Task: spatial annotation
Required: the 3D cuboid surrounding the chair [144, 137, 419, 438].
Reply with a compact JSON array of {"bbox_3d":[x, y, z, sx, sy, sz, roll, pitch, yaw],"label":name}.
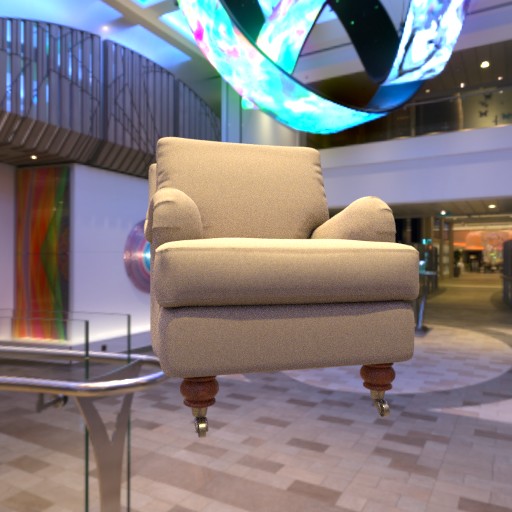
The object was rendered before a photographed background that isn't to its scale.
[{"bbox_3d":[0.000,0.000,1.853,0.895,1.076,1.078,0,-1,-16],"label":"chair"}]
